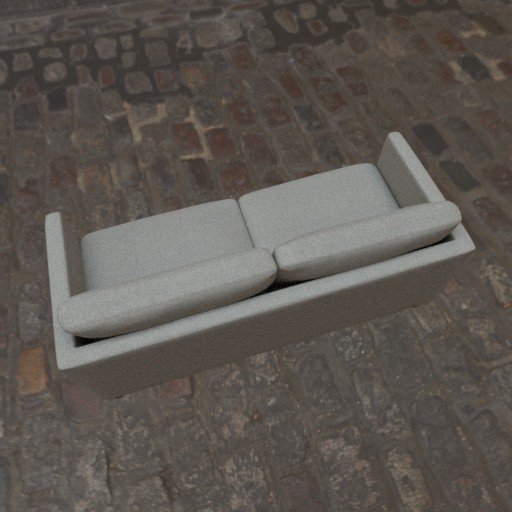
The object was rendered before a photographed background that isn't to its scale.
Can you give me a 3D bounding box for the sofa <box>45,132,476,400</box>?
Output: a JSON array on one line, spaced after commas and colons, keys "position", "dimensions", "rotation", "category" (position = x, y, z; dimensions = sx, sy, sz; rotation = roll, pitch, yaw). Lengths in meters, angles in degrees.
[{"position": [0.000, 0.000, 2.643], "dimensions": [2.208, 0.963, 0.956], "rotation": [-15, 61, -9], "category": "sofa"}]
